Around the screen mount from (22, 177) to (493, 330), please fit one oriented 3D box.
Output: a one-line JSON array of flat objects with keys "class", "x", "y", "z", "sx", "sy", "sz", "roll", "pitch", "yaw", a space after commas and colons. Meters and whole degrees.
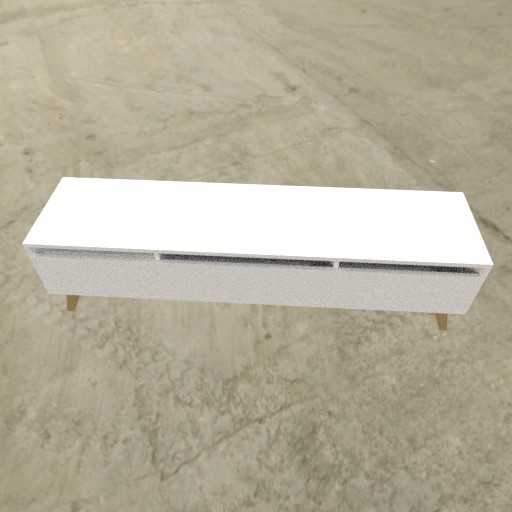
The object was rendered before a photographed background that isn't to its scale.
[{"class": "screen mount", "x": 0.000, "y": 0.000, "z": 1.836, "sx": 1.644, "sy": 0.432, "sz": 0.399, "roll": 3, "pitch": 46, "yaw": 2}]
